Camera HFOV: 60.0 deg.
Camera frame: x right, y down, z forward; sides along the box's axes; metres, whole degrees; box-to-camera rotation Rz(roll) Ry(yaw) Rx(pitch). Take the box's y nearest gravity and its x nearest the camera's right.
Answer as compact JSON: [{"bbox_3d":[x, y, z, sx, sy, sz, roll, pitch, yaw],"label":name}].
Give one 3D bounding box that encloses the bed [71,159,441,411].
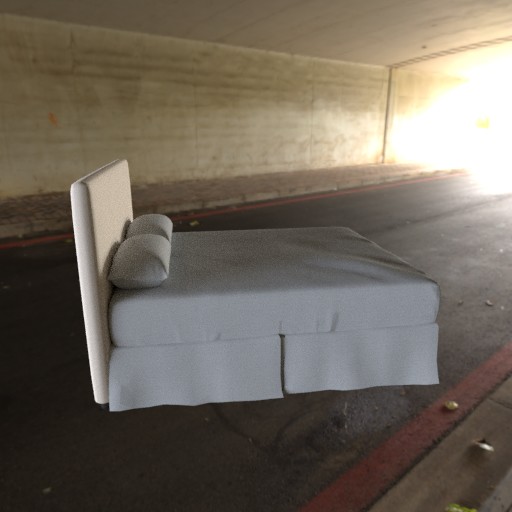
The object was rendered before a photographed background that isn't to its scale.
[{"bbox_3d":[0.000,0.000,3.278,2.142,1.330,1.748,-3,17,-9],"label":"bed"}]
